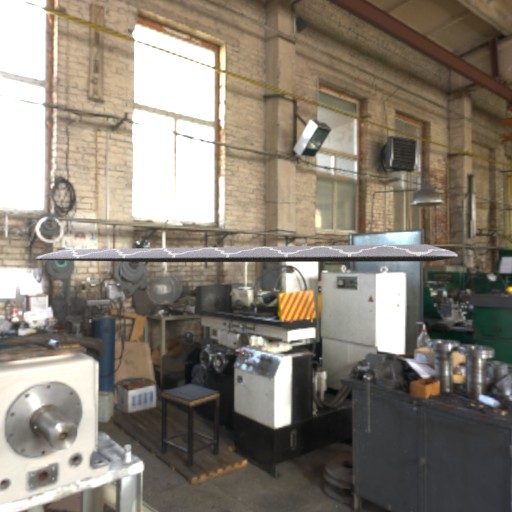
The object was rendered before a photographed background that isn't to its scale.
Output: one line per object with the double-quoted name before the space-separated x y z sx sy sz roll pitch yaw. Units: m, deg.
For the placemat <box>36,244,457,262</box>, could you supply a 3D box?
"placemat" 0.000 0.000 0.976 0.762 0.021 0.508 0 -1 18
